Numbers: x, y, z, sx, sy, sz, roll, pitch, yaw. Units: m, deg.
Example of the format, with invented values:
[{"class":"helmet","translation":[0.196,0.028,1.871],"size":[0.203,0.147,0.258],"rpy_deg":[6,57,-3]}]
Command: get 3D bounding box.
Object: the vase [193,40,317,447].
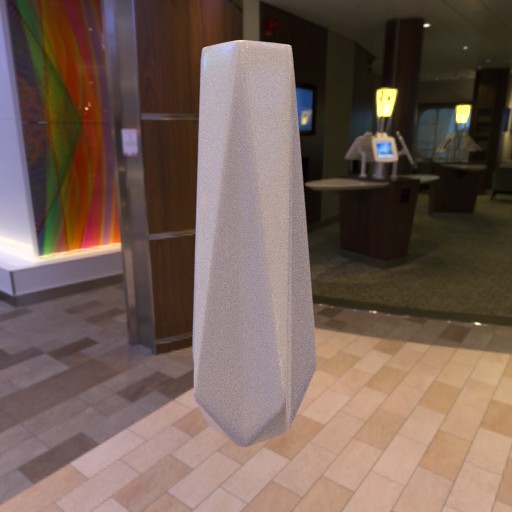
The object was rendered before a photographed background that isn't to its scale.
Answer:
[{"class":"vase","translation":[0.000,0.000,0.384],"size":[0.116,0.329,0.122],"rpy_deg":[-2,16,-8]}]
